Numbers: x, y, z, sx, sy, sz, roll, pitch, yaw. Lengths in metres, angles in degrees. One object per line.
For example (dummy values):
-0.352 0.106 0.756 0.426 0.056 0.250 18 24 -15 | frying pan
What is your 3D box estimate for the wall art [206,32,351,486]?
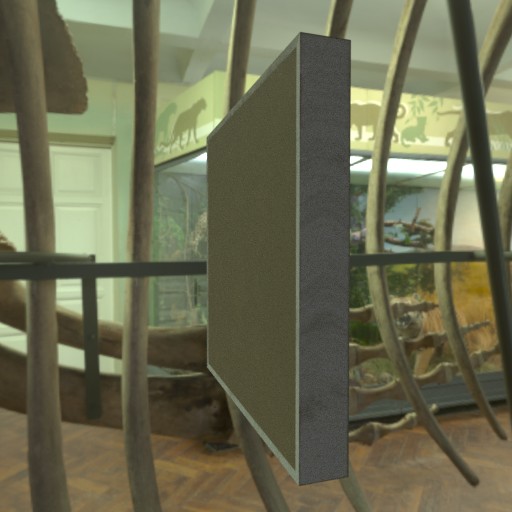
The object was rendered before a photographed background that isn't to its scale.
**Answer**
0.000 0.000 0.446 0.038 0.303 0.305 -1 2 -18 | wall art
